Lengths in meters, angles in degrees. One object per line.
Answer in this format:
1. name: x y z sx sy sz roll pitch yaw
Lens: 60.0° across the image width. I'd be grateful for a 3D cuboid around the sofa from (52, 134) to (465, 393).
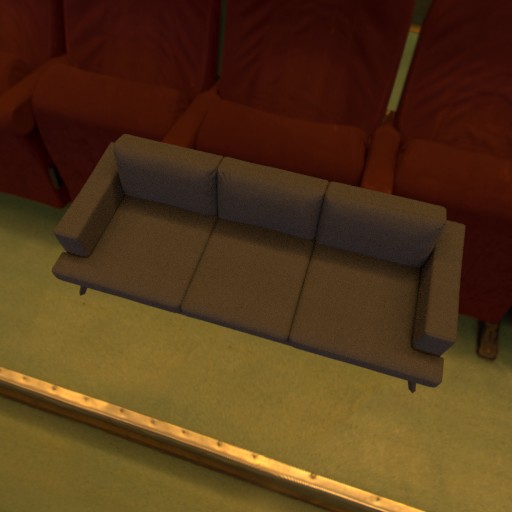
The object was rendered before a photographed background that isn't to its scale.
1. sofa: 0.000 0.000 2.687 2.310 0.810 0.920 15 60 9
